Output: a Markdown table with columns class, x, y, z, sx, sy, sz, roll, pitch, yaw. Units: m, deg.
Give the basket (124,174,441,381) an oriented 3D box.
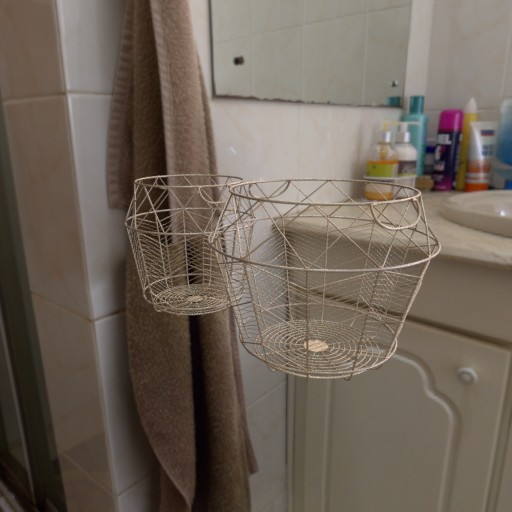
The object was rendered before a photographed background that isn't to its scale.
| class | x | y | z | sx | sy | sz | roll | pitch | yaw |
| --- | --- | --- | --- | --- | --- | --- | --- | --- | --- |
| basket | 0.000 | 0.000 | 1.028 | 0.805 | 0.343 | 0.451 | 14 | 21 | 41 |
